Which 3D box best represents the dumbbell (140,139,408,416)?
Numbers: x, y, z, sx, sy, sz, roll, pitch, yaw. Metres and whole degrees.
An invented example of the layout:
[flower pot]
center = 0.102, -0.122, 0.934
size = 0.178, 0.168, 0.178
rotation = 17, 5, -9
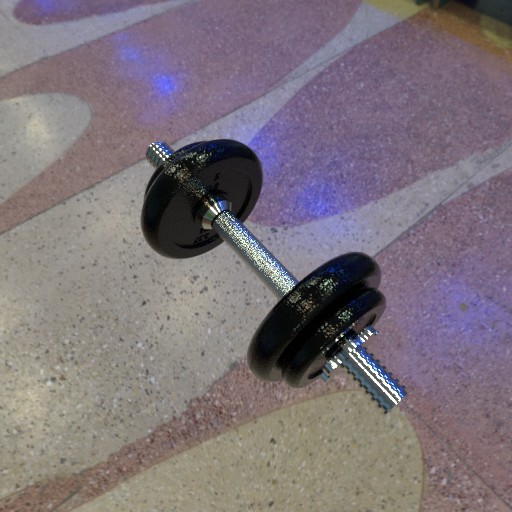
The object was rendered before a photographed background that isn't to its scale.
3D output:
[dumbbell]
center = 0.000, 0.000, 0.592
size = 0.202, 0.202, 0.497
rotation = -34, 64, -20
